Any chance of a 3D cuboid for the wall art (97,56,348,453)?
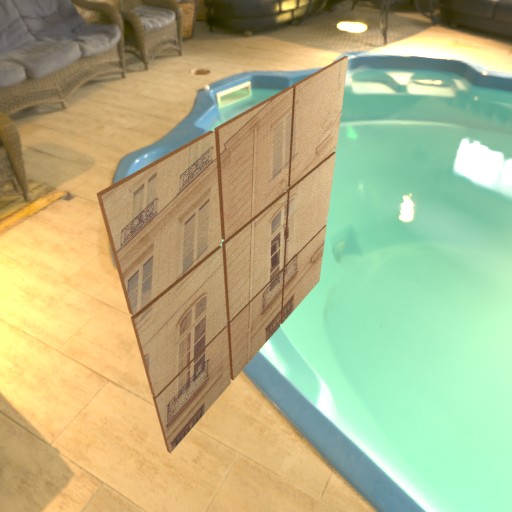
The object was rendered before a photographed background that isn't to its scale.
[{"bbox_3d":[0.000,0.000,1.319,0.018,0.913,0.915,25,46,26],"label":"wall art"}]
